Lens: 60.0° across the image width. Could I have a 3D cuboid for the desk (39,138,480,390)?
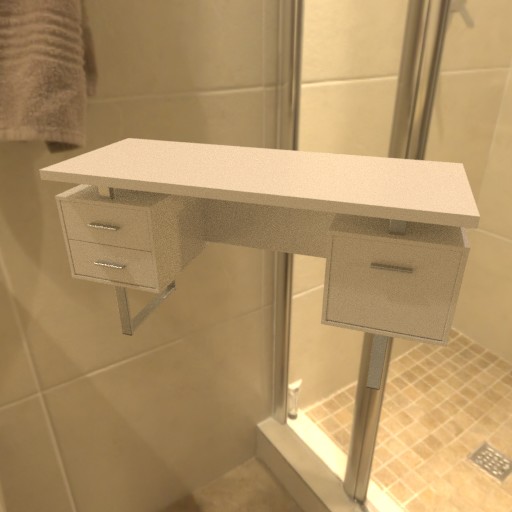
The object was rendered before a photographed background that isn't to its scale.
[{"bbox_3d":[0.000,0.000,1.886,1.530,0.773,0.603,8,28,16],"label":"desk"}]
